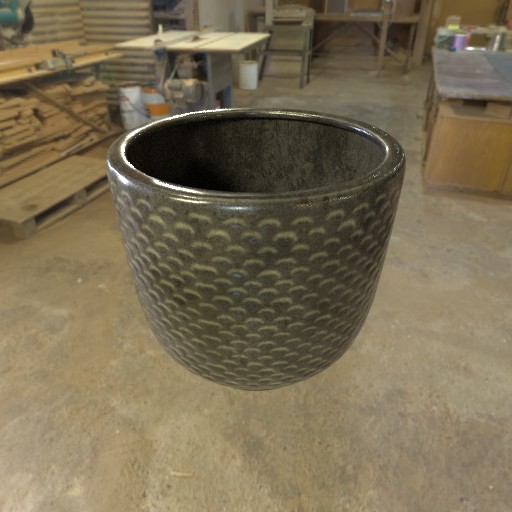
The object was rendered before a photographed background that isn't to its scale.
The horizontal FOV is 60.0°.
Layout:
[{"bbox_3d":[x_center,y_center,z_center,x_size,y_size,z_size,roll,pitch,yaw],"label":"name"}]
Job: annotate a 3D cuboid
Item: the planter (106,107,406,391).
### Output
[{"bbox_3d":[0.000,0.000,0.245,0.140,0.129,0.140,0,32,0],"label":"planter"}]
